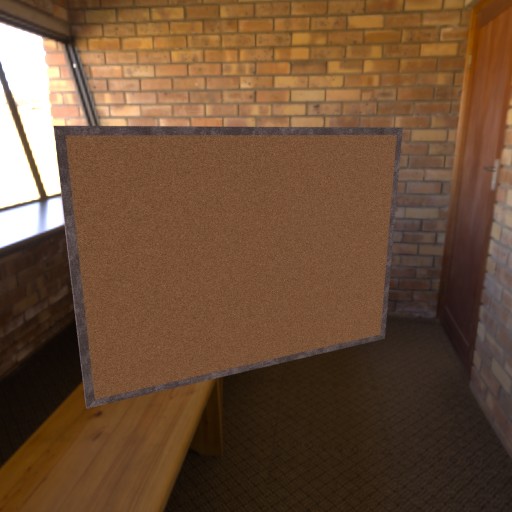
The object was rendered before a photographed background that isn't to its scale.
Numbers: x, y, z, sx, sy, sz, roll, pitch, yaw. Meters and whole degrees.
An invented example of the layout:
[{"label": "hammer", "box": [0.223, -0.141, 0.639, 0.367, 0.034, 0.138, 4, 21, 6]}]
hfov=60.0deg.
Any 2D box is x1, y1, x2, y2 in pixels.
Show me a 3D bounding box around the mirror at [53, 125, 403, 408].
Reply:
[{"label": "mirror", "box": [0.000, 0.000, 1.422, 1.101, 0.795, 0.022, -7, 17, -24]}]
